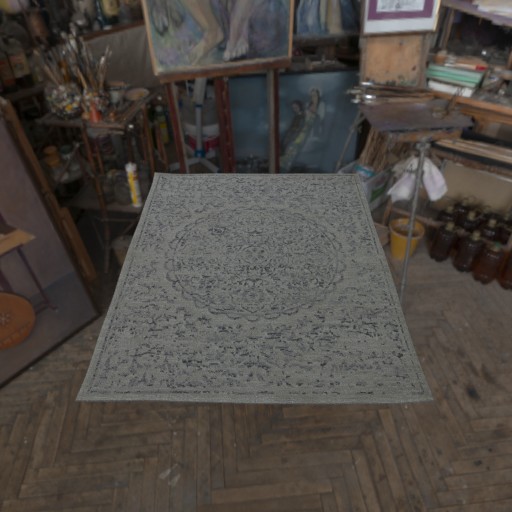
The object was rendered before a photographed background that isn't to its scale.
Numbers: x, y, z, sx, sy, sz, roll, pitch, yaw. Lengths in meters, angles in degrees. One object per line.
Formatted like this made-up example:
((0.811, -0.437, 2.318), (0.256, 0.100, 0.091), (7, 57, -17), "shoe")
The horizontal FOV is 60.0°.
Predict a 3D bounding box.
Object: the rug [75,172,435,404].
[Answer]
((0.000, 0.000, 3.989), (2.343, 0.026, 2.925), (0, 41, 0), "rug")
